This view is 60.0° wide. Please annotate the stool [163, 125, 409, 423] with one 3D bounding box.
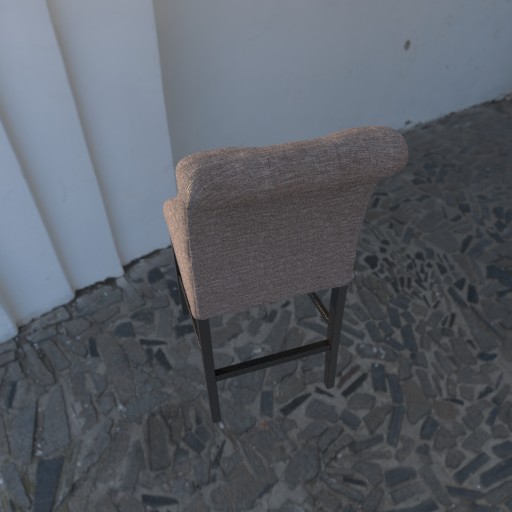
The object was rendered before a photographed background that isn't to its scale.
[{"bbox_3d":[0.000,0.000,1.311,0.457,0.970,0.611,-12,43,-13],"label":"stool"}]
